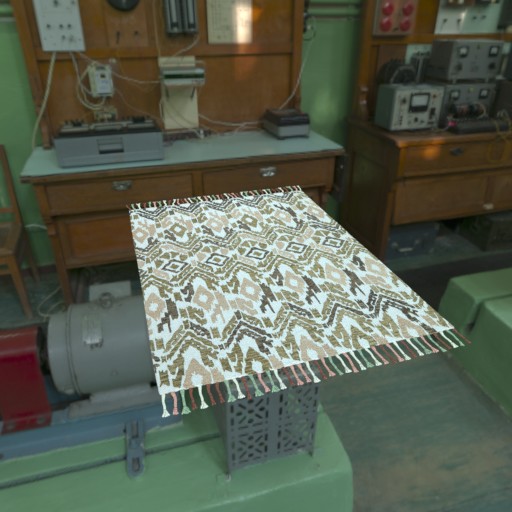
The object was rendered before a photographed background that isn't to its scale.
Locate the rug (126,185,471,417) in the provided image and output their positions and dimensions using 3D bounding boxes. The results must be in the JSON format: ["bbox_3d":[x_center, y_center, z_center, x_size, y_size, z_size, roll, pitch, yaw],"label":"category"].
[{"bbox_3d":[0.000,0.000,2.308,1.219,0.008,1.829,-9,30,-15],"label":"rug"}]
